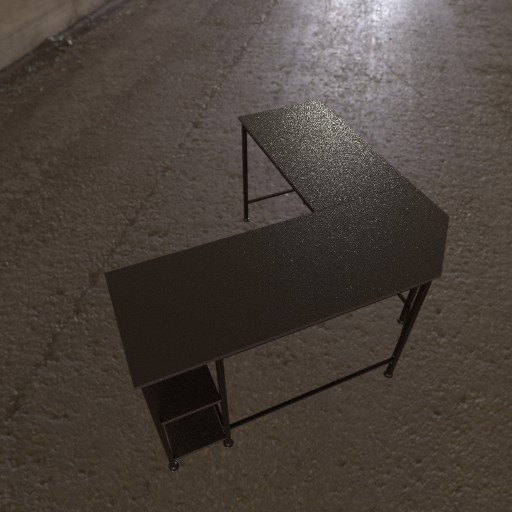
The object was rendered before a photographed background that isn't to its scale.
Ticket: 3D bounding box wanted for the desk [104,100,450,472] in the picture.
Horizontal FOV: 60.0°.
[{"bbox_3d":[0.000,0.000,2.204,1.379,0.739,1.379,-17,48,-16],"label":"desk"}]
